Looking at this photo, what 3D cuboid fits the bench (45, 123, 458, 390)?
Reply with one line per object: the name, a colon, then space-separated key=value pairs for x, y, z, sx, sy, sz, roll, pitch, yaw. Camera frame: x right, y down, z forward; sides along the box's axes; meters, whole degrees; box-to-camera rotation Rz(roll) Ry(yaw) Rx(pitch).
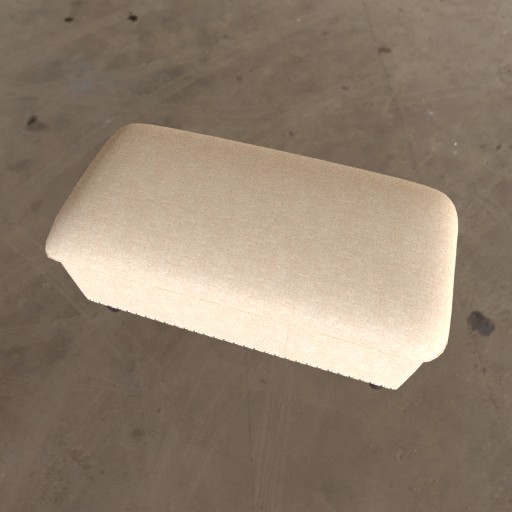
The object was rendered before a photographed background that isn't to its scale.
bench: x=0.000 y=0.000 z=1.258 sx=0.991 sy=0.483 sz=0.483 roll=15 pitch=59 yaw=9
